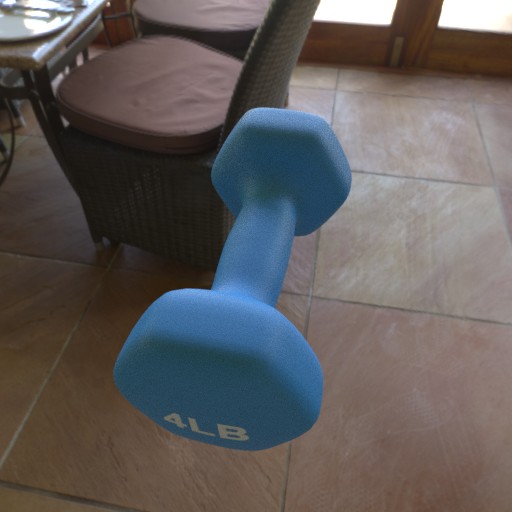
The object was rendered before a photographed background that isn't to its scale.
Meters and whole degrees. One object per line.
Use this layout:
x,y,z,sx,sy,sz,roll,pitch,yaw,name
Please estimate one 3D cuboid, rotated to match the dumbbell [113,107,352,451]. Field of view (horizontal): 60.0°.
0.000,0.000,0.192,0.074,0.066,0.152,10,48,9,dumbbell
